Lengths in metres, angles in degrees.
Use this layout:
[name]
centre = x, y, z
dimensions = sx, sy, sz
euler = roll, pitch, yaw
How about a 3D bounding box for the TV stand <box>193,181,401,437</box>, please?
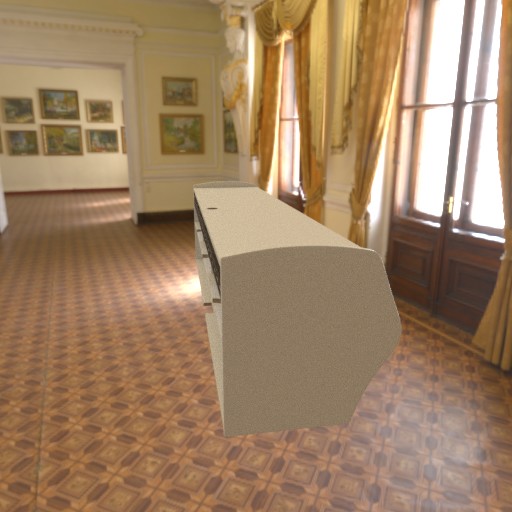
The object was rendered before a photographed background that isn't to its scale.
[TV stand]
centre = 0.000, 0.000, 1.650
dimensions = 0.397, 0.424, 1.473
euler = -3, 15, -10
